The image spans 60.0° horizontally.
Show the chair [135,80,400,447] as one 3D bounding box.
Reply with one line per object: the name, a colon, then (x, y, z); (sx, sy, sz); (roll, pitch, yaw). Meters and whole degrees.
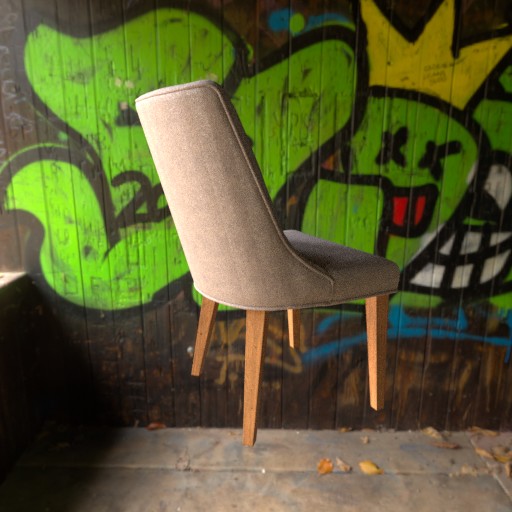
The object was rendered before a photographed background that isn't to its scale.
chair: (0.000, 0.000, 1.321); (0.636, 0.916, 0.548); (-7, 16, -26)
